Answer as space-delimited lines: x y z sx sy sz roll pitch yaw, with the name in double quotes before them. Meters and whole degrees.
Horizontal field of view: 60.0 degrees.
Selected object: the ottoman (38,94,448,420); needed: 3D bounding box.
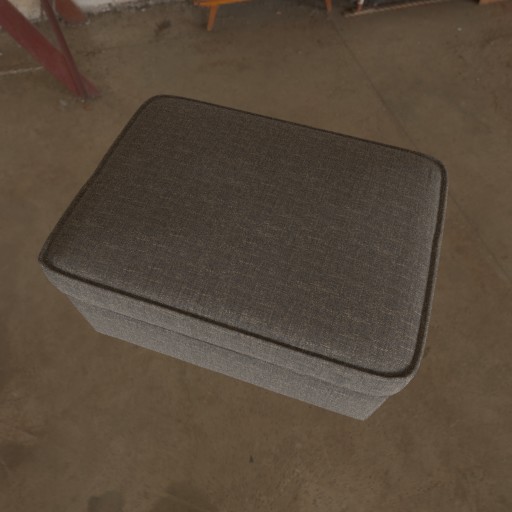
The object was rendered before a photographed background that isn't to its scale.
"ottoman" 0.000 0.000 1.066 0.749 0.450 0.549 16 60 10
